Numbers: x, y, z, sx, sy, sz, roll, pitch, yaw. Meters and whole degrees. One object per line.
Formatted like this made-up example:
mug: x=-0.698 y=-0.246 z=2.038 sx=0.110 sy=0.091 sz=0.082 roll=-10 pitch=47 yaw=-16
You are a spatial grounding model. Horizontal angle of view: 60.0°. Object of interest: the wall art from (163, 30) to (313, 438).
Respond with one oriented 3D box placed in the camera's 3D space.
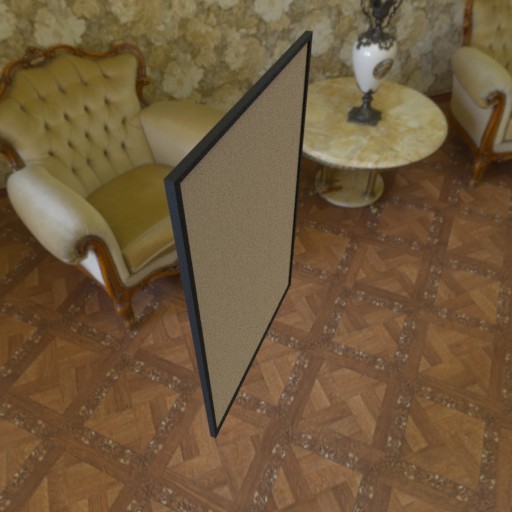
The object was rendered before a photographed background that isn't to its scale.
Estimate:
wall art: x=0.000 y=0.000 z=0.841 sx=0.013 sy=0.660 sz=0.460 roll=17 pitch=48 yaw=16
